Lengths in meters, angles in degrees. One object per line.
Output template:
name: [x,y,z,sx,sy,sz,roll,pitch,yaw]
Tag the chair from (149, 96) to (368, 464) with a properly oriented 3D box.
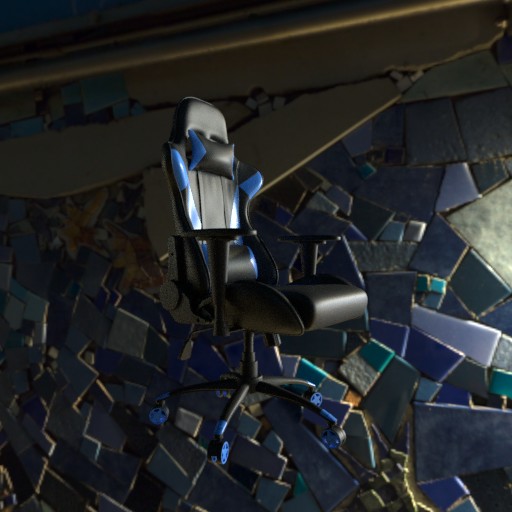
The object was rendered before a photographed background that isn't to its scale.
chair: [0.000,0.000,1.673,0.730,1.282,0.695,0,0,35]
